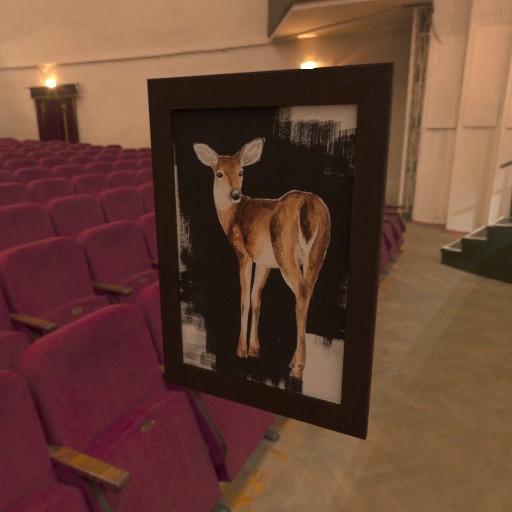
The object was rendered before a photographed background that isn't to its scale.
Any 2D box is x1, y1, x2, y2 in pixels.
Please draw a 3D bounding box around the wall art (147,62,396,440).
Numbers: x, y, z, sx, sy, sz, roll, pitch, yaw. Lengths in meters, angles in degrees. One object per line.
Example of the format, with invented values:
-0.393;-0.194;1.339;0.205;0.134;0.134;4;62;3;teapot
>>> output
0.000;0.000;0.657;0.359;0.508;0.013;7;17;25;wall art
